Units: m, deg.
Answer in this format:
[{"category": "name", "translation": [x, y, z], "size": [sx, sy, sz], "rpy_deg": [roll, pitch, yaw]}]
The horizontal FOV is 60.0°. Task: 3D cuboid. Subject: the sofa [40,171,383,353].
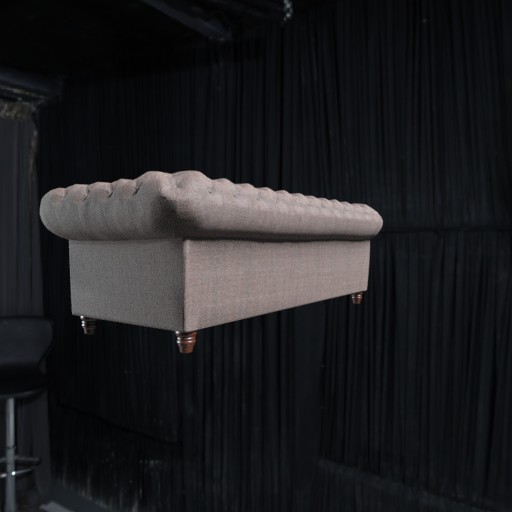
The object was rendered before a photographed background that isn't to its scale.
[{"category": "sofa", "translation": [0.000, 0.000, 2.868], "size": [0.944, 0.787, 2.385], "rpy_deg": [1, 2, 35]}]
